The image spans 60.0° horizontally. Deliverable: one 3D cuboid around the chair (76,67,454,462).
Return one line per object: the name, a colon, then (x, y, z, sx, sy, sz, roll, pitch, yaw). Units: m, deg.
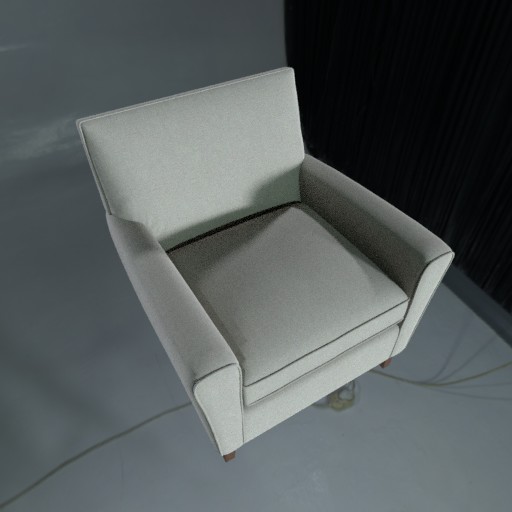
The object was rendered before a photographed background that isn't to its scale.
chair: (0.000, 0.000, 1.508, 0.840, 0.846, 0.871, -23, 50, -21)
